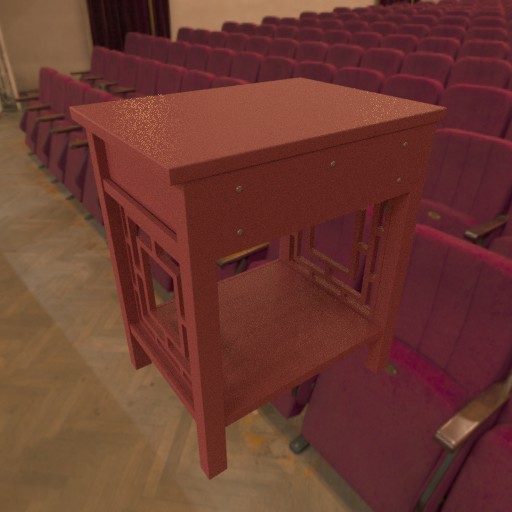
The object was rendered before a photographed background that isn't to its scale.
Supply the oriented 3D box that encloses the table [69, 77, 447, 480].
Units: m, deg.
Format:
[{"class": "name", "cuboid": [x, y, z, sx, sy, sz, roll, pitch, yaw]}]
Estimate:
[{"class": "table", "cuboid": [0.000, 0.000, 1.050, 0.599, 0.686, 0.451, -20, 36, -30]}]
